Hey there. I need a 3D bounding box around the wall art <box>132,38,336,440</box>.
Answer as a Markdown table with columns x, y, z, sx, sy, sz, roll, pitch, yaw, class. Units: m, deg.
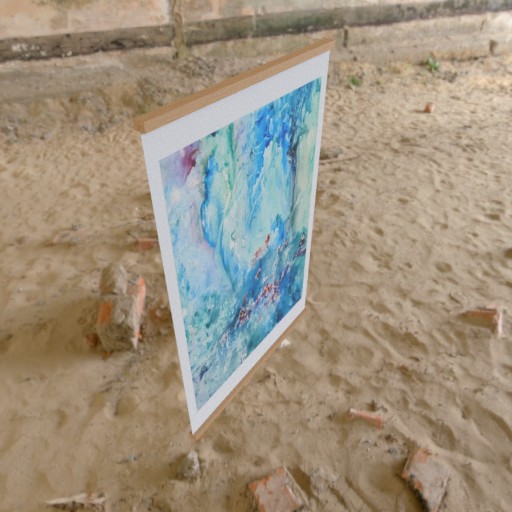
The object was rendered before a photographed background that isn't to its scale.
| x | y | z | sx | sy | sz | roll | pitch | yaw | class |
| --- | --- | --- | --- | --- | --- | --- | --- | --- | --- |
| 0.000 | 0.000 | 1.877 | 0.040 | 1.510 | 0.991 | 24 | 45 | 27 | wall art |
